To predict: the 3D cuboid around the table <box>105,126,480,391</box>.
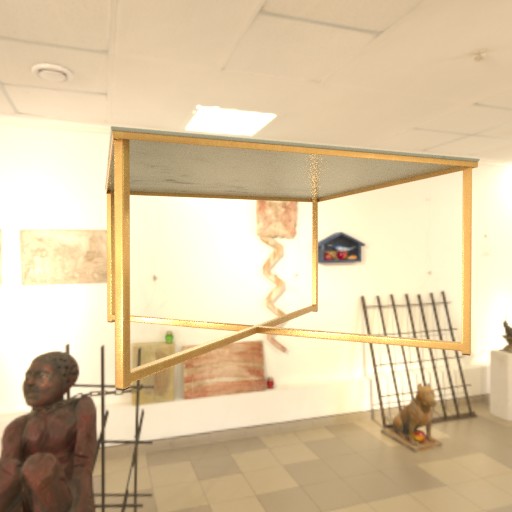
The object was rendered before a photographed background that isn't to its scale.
[{"bbox_3d":[0.000,0.000,1.256,0.800,0.450,0.800,0,1,-20],"label":"table"}]
